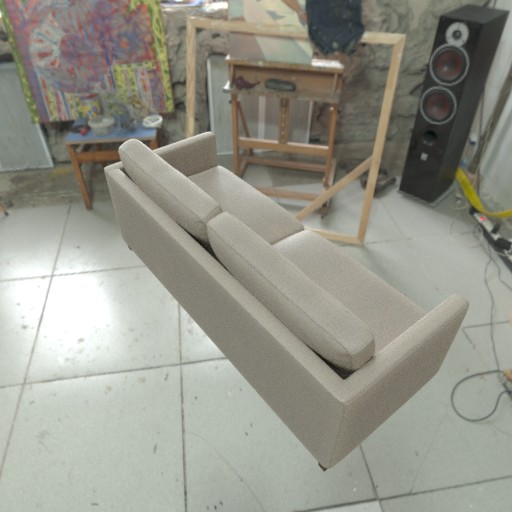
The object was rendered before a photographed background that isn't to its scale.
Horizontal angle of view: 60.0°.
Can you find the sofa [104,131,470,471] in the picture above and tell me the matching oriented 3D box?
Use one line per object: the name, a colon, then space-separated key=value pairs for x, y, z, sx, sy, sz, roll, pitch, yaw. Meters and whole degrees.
sofa: x=0.000 y=0.000 z=2.857 sx=0.951 sy=0.968 sz=2.361 roll=-28 pitch=49 yaw=-27
